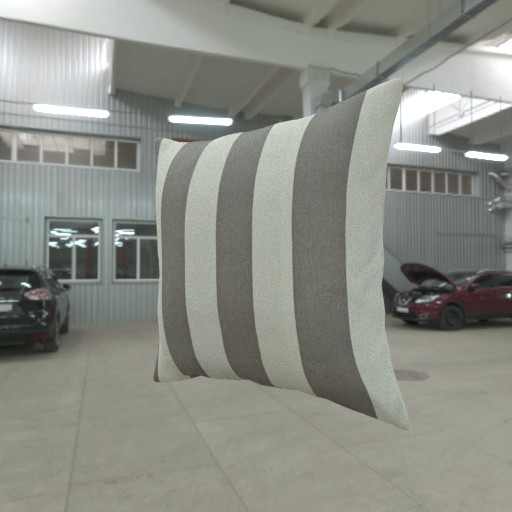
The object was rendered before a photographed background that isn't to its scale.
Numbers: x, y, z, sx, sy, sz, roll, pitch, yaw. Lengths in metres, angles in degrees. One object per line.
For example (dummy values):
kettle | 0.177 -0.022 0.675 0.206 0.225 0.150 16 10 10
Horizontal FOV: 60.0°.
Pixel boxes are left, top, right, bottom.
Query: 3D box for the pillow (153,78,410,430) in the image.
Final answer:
pillow | 0.000 0.000 0.774 0.522 0.507 0.192 -1 -2 35
